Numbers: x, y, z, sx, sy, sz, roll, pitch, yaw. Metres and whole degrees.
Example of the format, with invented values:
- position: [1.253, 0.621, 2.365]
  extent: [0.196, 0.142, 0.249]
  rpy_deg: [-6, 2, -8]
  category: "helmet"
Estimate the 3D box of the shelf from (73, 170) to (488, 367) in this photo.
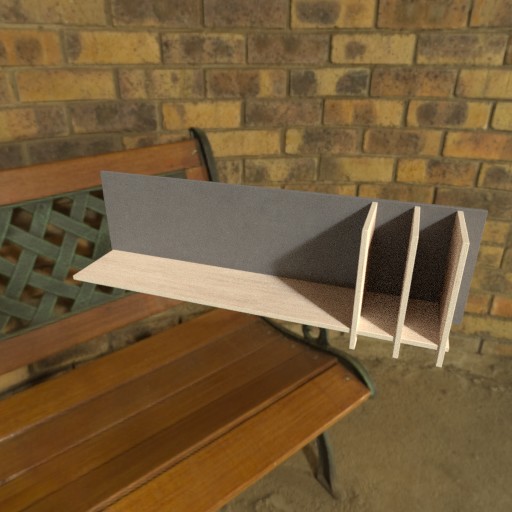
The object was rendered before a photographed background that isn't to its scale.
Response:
- position: [0.000, 0.000, 1.118]
  extent: [1.020, 0.300, 0.200]
  rpy_deg: [9, 27, 17]
  category: "shelf"
